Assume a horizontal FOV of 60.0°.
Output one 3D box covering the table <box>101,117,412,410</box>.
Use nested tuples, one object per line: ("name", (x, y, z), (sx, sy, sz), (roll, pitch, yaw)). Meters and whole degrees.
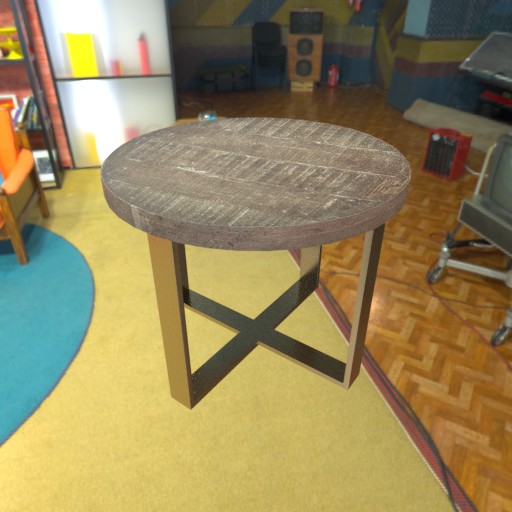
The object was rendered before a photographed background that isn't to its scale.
("table", (0.000, 0.000, 0.943), (0.557, 0.437, 0.557), (0, 32, 0))
